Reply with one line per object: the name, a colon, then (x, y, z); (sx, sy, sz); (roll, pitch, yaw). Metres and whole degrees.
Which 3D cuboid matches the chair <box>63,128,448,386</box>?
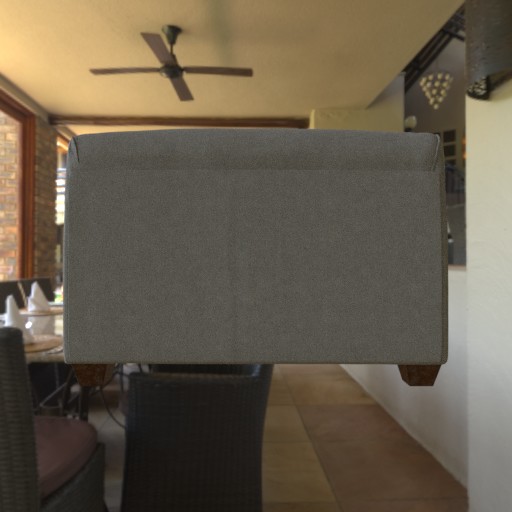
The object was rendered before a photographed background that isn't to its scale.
chair: (0.000, 0.000, 2.048); (1.395, 0.953, 0.992); (0, -1, 0)
